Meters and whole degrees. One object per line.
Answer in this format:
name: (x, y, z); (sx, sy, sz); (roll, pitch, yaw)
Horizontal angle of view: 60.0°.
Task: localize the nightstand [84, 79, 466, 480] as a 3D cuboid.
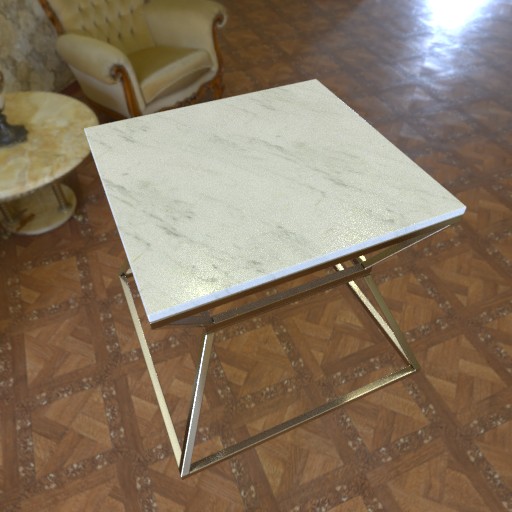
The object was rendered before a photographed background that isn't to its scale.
nightstand: (0.000, 0.000, 0.853); (0.513, 0.426, 0.514); (-18, 49, -16)
